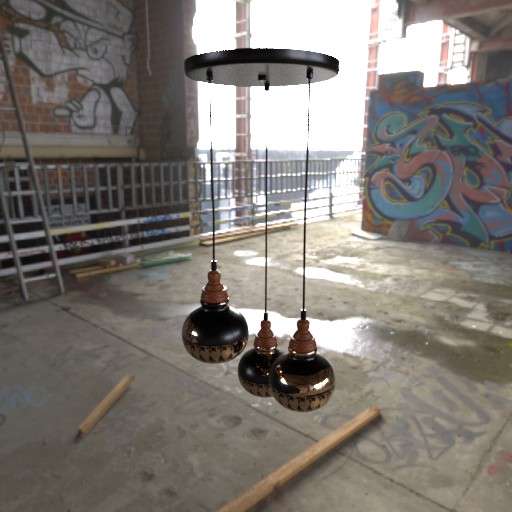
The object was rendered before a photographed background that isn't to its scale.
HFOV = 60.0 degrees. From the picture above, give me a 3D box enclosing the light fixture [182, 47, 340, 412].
[{"bbox_3d":[0.000,0.000,1.750,0.605,1.410,0.608,-7,15,-27],"label":"light fixture"}]
